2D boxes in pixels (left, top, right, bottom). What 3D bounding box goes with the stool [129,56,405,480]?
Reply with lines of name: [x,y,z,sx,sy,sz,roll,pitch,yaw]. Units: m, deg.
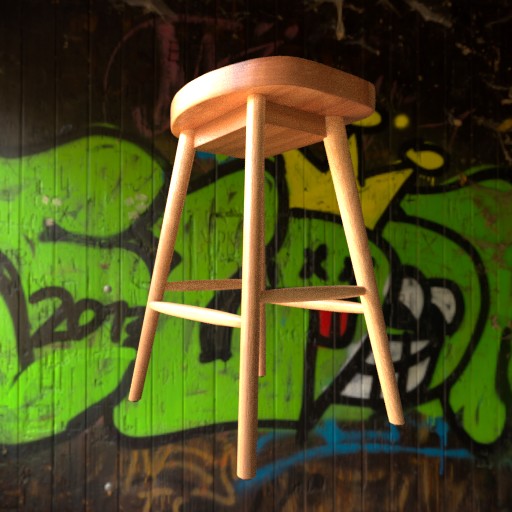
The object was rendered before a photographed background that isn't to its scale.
stool: [0.000,0.000,0.878,0.361,0.615,0.440,0,-1,-36]
